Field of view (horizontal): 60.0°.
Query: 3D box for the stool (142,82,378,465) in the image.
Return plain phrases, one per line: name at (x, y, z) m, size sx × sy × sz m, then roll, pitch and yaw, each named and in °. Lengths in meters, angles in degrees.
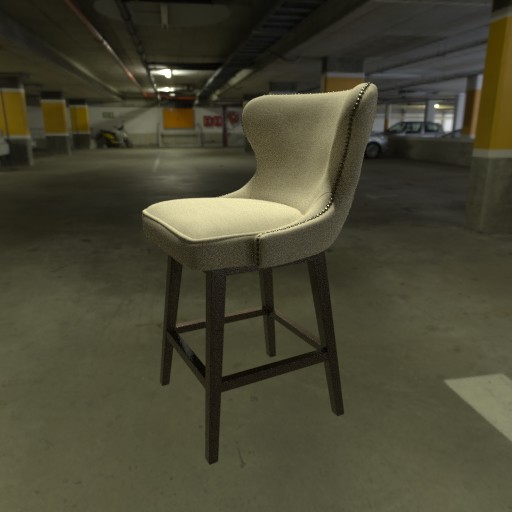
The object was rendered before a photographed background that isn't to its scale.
stool at (0.000, 0.000, 1.355) m, size 0.597 × 0.972 × 0.615 m, roll -9°, pitch 18°, yaw -27°
